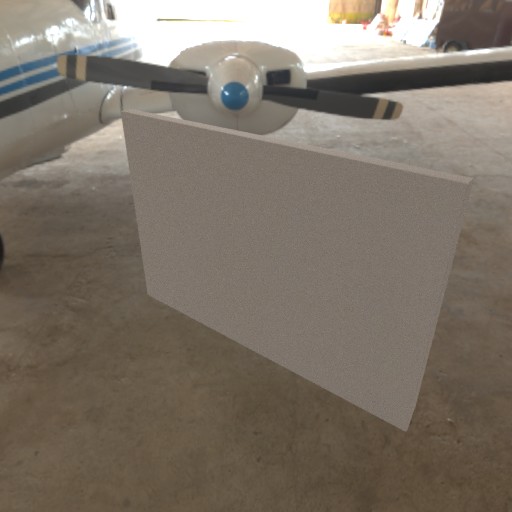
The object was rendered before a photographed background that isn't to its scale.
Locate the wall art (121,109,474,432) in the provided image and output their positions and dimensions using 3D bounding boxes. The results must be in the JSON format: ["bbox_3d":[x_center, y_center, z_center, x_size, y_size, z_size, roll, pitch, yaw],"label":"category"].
[{"bbox_3d":[0.000,0.000,1.118,0.898,0.601,0.038,21,36,32],"label":"wall art"}]
